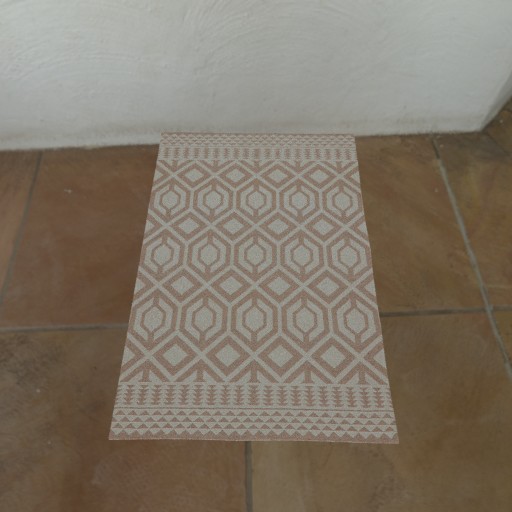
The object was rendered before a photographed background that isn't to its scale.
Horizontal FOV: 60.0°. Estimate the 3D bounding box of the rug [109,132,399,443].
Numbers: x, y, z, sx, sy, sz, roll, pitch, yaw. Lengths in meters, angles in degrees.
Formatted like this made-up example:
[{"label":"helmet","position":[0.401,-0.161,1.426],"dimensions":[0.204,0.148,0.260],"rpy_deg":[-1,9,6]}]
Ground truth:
[{"label":"rug","position":[0.000,0.000,2.340],"dimensions":[1.219,0.008,1.829],"rpy_deg":[1,59,0]}]
